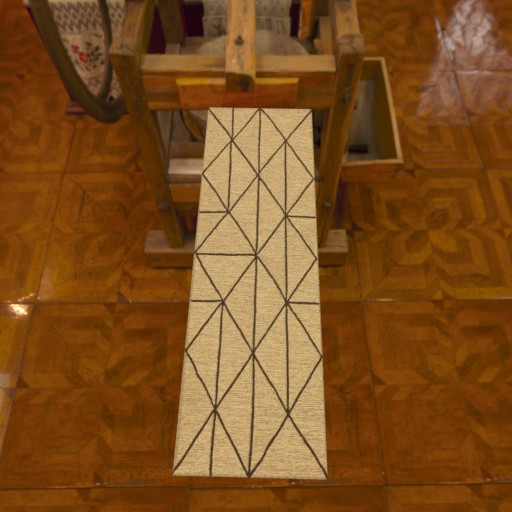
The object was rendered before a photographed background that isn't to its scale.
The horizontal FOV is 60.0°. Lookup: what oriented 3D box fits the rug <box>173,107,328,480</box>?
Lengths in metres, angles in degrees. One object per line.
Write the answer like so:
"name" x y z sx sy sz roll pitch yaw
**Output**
"rug" 0.000 0.000 2.724 0.762 0.012 2.438 1 63 1
